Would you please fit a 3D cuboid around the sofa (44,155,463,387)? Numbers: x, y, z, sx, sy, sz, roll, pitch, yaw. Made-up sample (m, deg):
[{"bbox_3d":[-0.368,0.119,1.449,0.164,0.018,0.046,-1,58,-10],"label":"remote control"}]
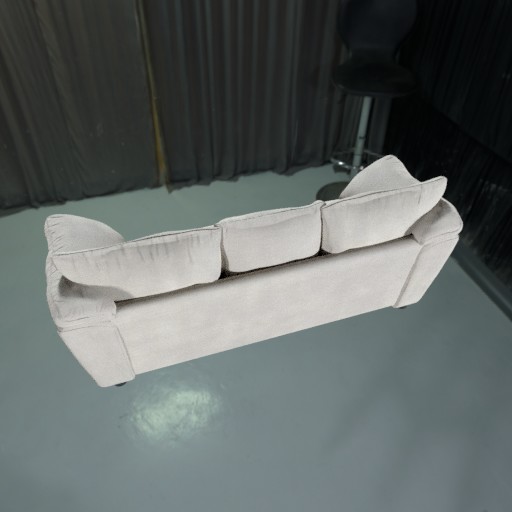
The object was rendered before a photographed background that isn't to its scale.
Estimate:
[{"bbox_3d":[0.000,0.000,2.756,2.334,0.996,0.878,-13,43,-14],"label":"sofa"}]
